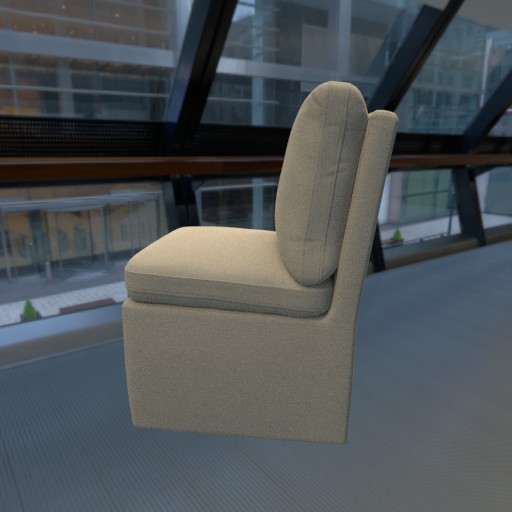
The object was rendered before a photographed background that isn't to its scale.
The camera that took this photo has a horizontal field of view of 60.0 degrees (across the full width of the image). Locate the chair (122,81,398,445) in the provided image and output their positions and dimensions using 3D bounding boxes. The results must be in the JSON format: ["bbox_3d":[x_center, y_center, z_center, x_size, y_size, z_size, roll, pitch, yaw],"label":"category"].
[{"bbox_3d":[0.000,0.000,1.333,0.698,0.927,0.503,2,15,7],"label":"chair"}]
